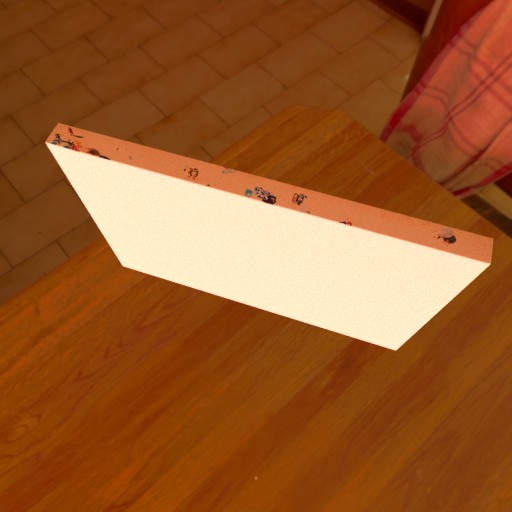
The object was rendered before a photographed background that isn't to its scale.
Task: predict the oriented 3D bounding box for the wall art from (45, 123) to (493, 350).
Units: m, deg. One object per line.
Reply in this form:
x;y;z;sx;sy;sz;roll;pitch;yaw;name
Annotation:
0.000;0.000;0.767;0.609;0.406;0.039;16;65;8;wall art
